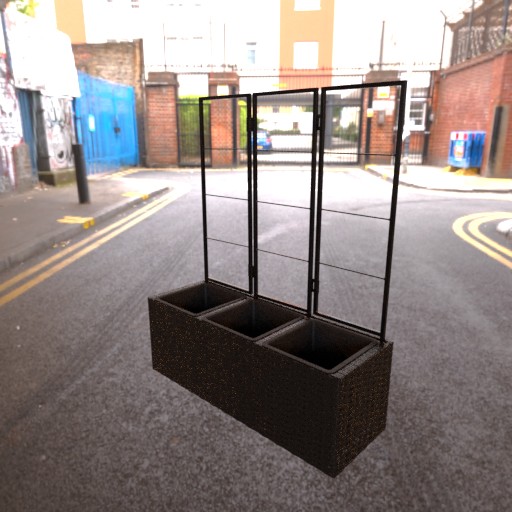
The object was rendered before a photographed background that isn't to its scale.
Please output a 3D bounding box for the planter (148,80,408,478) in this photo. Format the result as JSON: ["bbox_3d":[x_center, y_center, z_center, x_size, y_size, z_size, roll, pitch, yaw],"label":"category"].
[{"bbox_3d":[0.000,0.000,1.177,0.698,0.841,0.244,14,21,41],"label":"planter"}]
